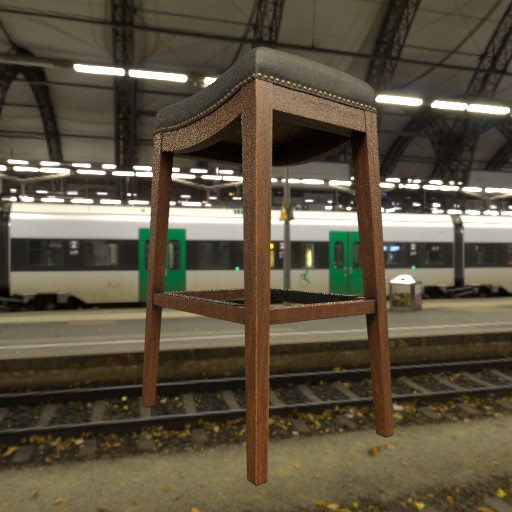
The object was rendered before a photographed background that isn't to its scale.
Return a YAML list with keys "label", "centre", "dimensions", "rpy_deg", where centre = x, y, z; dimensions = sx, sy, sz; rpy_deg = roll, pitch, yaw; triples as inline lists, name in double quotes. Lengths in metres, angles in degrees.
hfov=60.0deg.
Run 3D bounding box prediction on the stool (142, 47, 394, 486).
- label: "stool"
  centre: [0.000, 0.000, 1.040]
  dimensions: [0.361, 0.765, 0.500]
  rpy_deg: [0, 0, -36]
